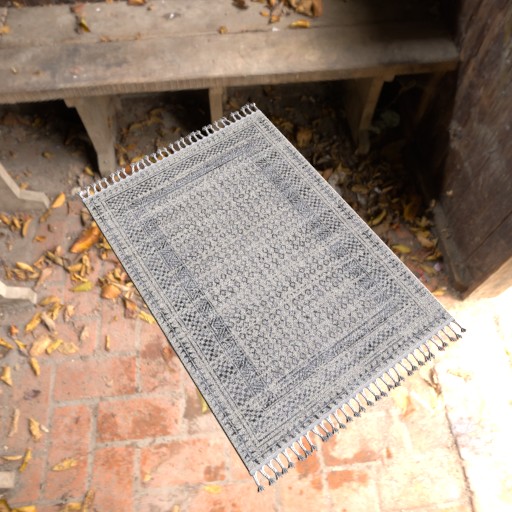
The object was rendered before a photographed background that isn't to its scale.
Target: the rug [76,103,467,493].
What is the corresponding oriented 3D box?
[{"bbox_3d":[0.000,0.000,2.341,1.243,0.013,1.872,-32,67,-15],"label":"rug"}]
